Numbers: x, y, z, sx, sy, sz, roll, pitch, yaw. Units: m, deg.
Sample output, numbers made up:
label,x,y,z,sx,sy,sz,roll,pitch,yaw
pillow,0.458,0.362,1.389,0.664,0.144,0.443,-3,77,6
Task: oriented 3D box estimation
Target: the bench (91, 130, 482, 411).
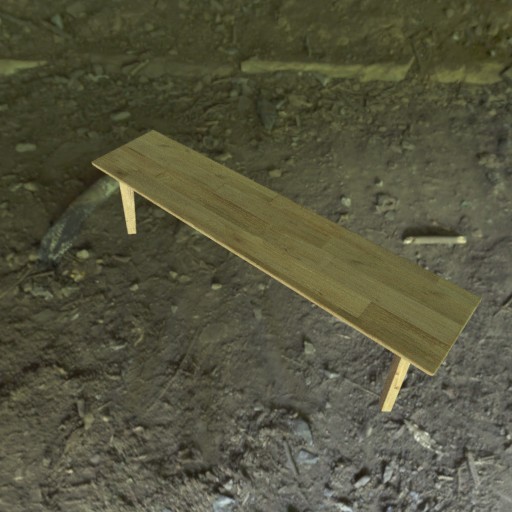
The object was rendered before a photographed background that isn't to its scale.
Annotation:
label,x,y,z,sx,sy,sz,roll,pitch,yaw
bench,0.000,0.000,1.943,1.698,0.431,0.378,31,54,27
